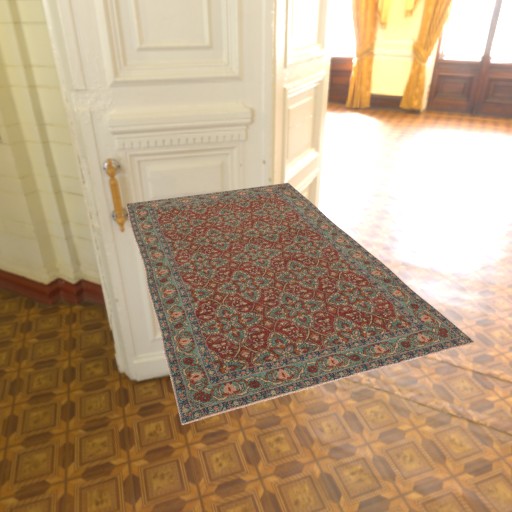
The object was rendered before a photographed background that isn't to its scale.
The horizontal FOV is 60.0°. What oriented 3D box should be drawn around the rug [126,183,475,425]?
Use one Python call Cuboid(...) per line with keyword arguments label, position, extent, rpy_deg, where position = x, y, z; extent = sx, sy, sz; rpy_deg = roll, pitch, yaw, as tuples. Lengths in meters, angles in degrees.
Cuboid(label="rug", position=(0.000, 0.000, 3.056), extent=(1.533, 0.011, 2.439), rpy_deg=(-10, 31, -17))
